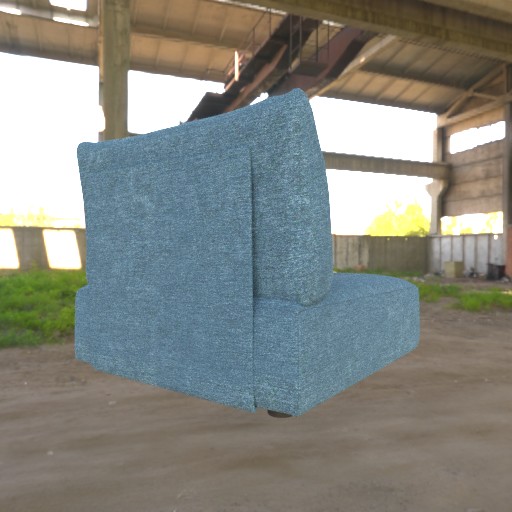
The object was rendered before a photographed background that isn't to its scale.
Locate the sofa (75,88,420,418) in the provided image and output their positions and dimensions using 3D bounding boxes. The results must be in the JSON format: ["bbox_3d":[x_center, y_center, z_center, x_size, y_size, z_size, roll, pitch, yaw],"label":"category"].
[{"bbox_3d":[0.000,0.000,1.707,1.000,0.820,1.000,0,1,37],"label":"sofa"}]
